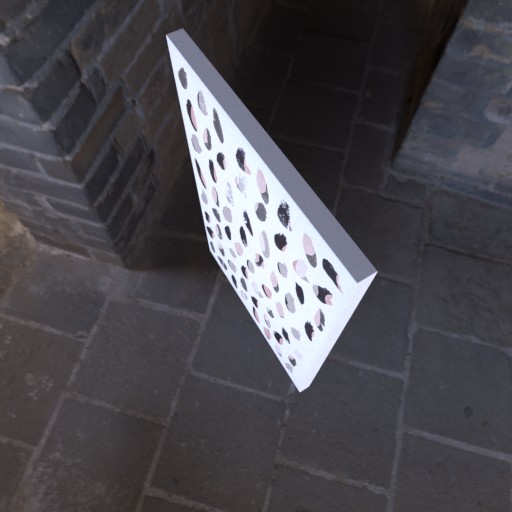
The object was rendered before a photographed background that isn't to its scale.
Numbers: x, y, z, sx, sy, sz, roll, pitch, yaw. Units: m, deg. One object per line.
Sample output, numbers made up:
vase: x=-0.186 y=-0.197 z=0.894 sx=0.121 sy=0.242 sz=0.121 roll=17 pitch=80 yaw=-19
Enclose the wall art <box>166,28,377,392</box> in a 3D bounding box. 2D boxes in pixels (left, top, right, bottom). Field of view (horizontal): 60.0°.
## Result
wall art: x=0.000 y=0.000 z=0.766 sx=0.025 sy=0.608 sz=0.405 roll=-29 pitch=67 yaw=-13
